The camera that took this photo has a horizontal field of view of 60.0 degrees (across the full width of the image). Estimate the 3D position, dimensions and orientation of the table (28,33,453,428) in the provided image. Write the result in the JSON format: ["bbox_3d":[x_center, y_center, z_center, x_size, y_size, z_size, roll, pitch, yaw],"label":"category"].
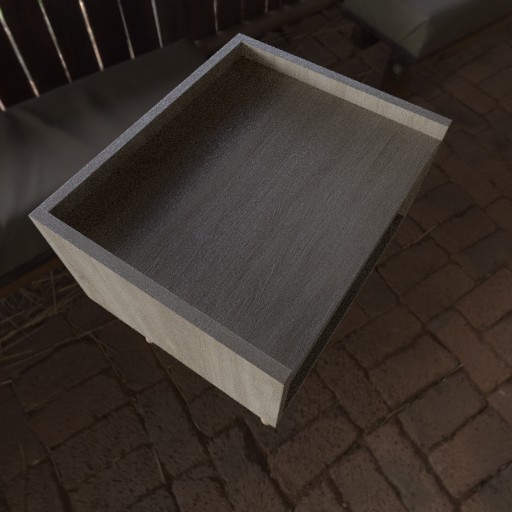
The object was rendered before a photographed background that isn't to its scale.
[{"bbox_3d":[0.000,0.000,0.787,0.370,0.470,0.450,30,64,17],"label":"table"}]
